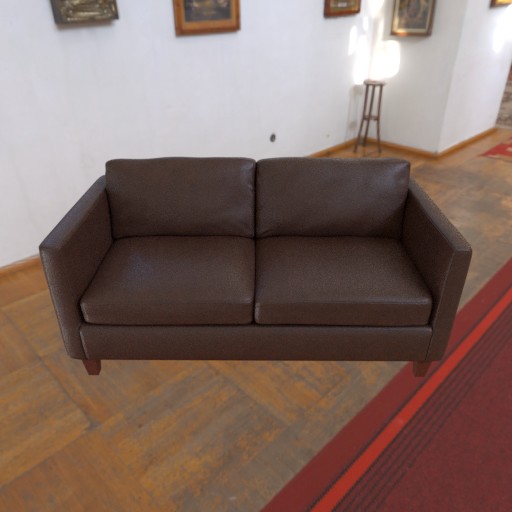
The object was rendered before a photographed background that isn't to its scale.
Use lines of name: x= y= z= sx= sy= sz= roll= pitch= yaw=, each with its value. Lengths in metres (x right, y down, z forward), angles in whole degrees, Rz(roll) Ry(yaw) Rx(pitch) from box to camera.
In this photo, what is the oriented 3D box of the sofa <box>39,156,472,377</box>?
sofa: x=0.000 y=0.000 z=2.408 sx=1.883 sy=0.933 sz=0.951 roll=0 pitch=30 yaw=0
